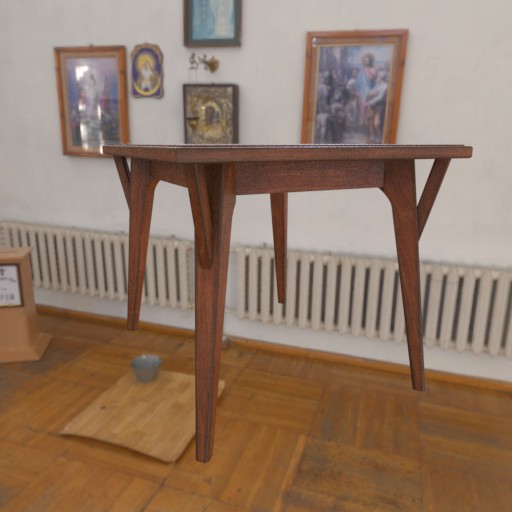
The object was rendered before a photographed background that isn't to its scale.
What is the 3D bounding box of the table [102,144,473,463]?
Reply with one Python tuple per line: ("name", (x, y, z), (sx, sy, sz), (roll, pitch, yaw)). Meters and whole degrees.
("table", (0.000, 0.000, 1.557), (0.838, 0.761, 0.991), (-7, 16, -26))
